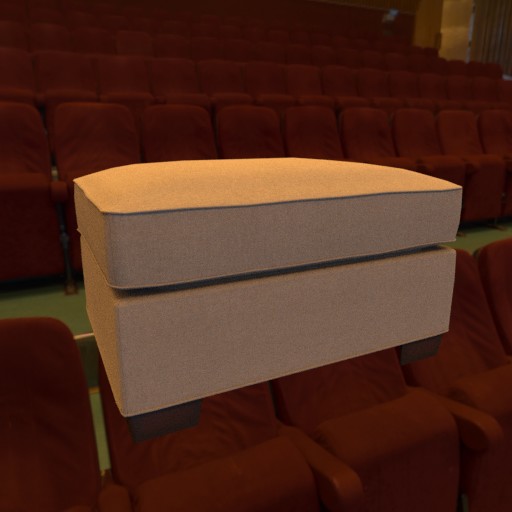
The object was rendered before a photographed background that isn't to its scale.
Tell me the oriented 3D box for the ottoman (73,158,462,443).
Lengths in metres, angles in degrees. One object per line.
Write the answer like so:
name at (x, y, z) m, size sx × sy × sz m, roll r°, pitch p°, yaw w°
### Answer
ottoman at (0.000, 0.000, 1.197) m, size 0.846 × 0.503 × 0.617 m, roll -7°, pitch 17°, yaw -25°
